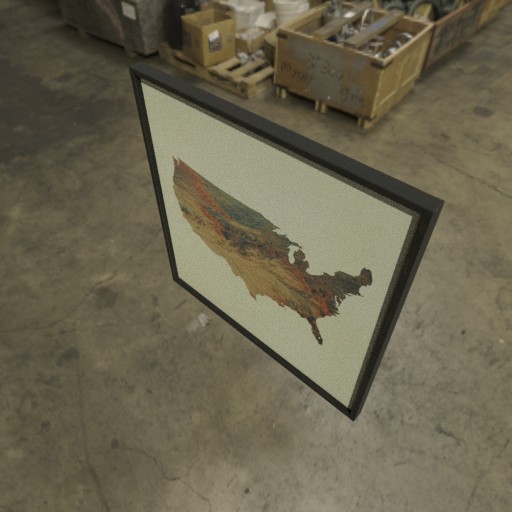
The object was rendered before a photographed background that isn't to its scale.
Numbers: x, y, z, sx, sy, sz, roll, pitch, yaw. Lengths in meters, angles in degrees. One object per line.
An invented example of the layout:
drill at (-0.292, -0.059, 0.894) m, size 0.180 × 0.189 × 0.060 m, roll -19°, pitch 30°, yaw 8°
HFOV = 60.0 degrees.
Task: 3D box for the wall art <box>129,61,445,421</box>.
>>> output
wall art at (0.000, 0.000, 1.133) m, size 0.762 × 0.762 × 0.038 m, roll 33°, pitch 55°, yaw 28°
